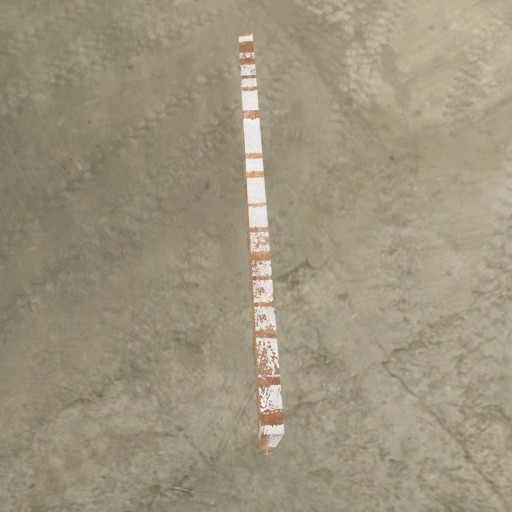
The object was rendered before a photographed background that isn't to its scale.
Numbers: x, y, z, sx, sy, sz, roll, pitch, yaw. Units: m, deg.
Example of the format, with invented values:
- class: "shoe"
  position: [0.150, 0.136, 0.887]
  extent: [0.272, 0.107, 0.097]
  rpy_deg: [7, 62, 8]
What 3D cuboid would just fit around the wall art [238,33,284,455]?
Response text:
- class: "wall art"
  position: [0.000, 0.000, 1.150]
  extent: [0.035, 0.609, 0.914]
  rpy_deg: [-3, 63, -1]
